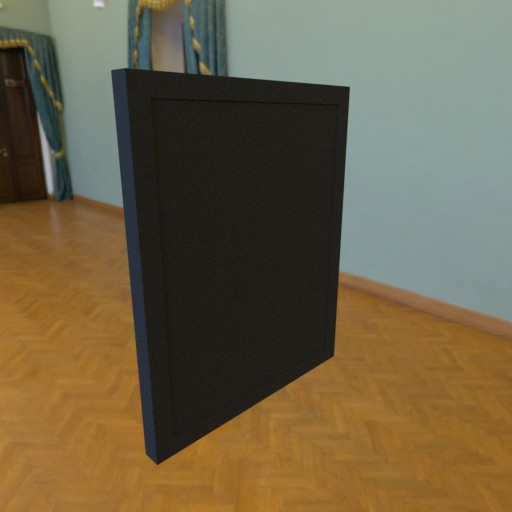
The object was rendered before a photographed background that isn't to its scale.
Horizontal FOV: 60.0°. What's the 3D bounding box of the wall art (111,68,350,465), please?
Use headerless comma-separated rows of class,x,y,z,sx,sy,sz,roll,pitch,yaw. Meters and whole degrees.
wall art,0.000,0.000,0.755,0.033,0.559,0.457,17,24,42
